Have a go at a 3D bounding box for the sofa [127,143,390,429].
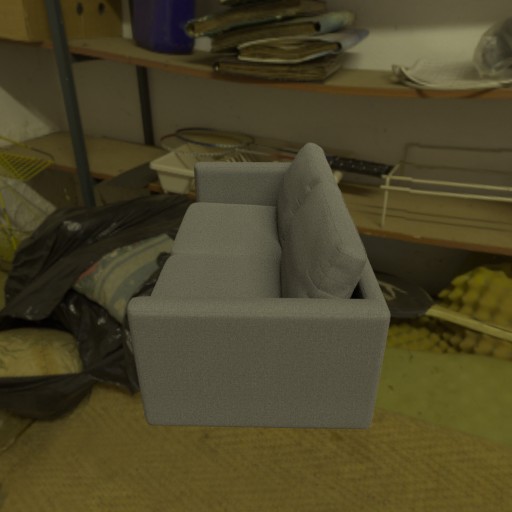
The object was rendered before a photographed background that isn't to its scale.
[{"bbox_3d":[0.000,0.000,2.328,0.940,0.866,1.713,1,28,1],"label":"sofa"}]
